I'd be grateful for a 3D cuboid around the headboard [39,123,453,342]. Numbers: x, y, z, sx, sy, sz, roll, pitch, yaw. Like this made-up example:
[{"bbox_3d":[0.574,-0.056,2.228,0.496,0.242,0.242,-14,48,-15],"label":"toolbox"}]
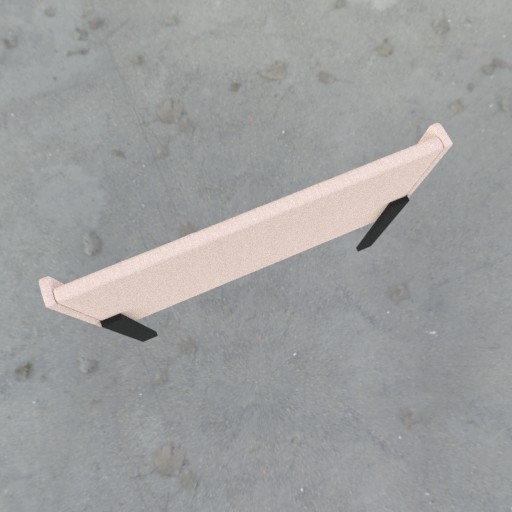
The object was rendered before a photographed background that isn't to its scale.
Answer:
[{"bbox_3d":[0.000,0.000,2.796,2.051,1.524,0.184,-22,75,-6],"label":"headboard"}]
